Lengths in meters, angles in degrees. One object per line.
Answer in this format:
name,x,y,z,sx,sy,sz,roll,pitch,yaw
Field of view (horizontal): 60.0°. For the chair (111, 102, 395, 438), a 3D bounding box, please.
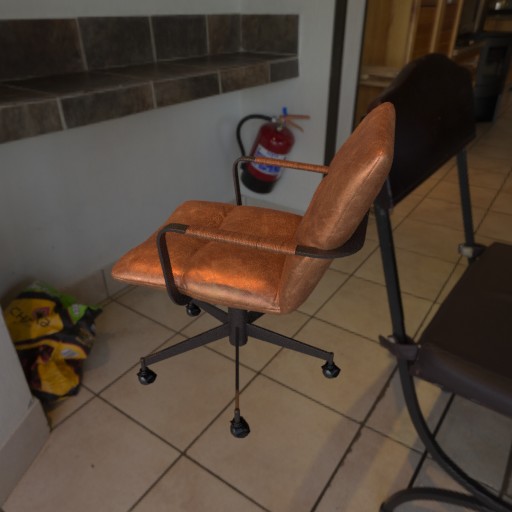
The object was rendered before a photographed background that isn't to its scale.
chair,0.000,0.000,1.450,0.754,0.922,0.727,8,30,14
